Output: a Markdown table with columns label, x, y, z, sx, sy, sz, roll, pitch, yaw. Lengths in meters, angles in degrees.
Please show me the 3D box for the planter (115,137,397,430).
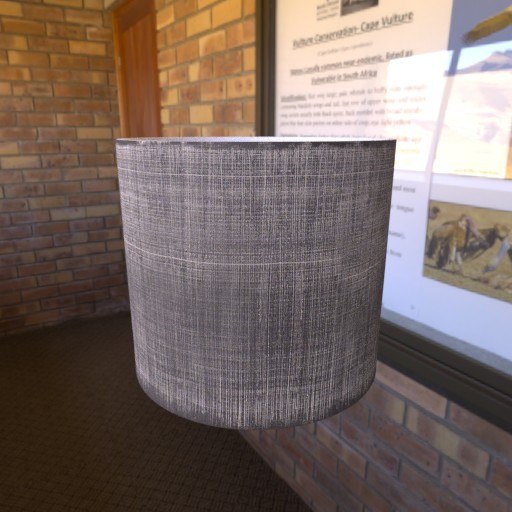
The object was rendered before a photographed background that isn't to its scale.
| label | x | y | z | sx | sy | sz | roll | pitch | yaw |
| --- | --- | --- | --- | --- | --- | --- | --- | --- | --- |
| planter | 0.000 | 0.000 | 0.391 | 0.221 | 0.201 | 0.221 | 0 | 16 | 0 |
